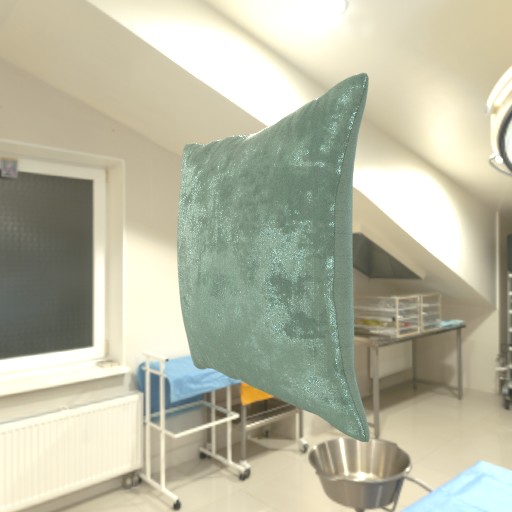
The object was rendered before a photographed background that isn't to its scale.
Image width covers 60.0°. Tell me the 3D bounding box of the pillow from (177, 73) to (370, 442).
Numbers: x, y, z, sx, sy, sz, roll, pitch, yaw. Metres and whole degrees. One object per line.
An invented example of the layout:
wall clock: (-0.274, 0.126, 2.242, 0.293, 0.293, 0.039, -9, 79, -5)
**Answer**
pillow: (0.000, 0.000, 0.735, 0.175, 0.464, 0.470, 0, 0, -36)
